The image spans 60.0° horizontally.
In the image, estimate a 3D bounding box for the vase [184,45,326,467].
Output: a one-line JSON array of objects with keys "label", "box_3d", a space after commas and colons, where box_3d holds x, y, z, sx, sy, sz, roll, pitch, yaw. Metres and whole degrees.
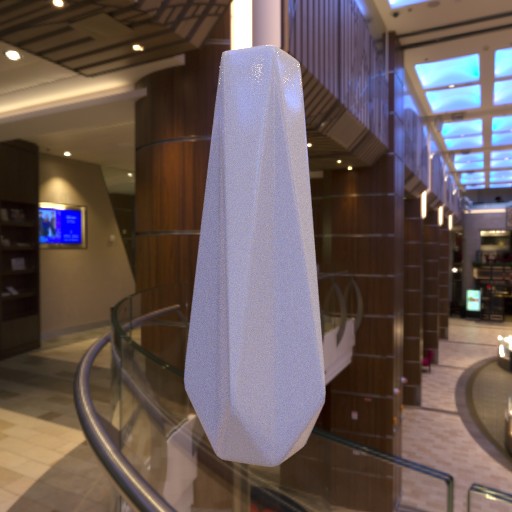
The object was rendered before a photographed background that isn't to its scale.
[{"label": "vase", "box_3d": [0.000, 0.000, 0.385, 0.122, 0.329, 0.116, 0, 1, -18]}]
